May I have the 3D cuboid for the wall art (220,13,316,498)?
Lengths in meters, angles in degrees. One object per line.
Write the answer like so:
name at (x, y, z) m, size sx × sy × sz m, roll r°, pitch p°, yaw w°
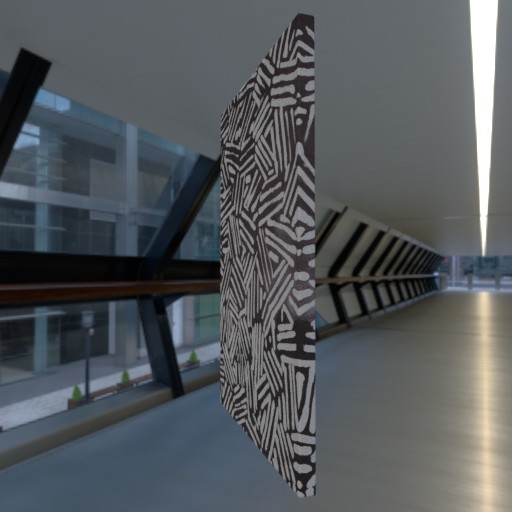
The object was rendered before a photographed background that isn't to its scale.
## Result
wall art at (0.000, 0.000, 1.132) m, size 0.035 × 0.918 × 0.615 m, roll 0°, pitch -1°, yaw -18°
